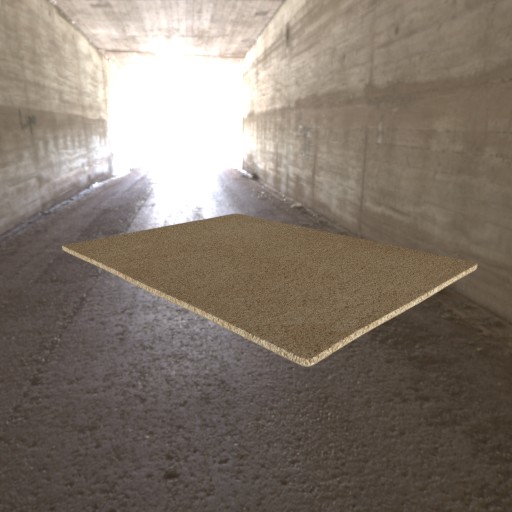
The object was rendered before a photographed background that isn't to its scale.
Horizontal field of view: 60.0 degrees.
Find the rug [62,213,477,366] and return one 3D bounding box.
[{"bbox_3d":[0.000,0.000,2.100,1.199,0.025,1.600,-16,23,-42],"label":"rug"}]
